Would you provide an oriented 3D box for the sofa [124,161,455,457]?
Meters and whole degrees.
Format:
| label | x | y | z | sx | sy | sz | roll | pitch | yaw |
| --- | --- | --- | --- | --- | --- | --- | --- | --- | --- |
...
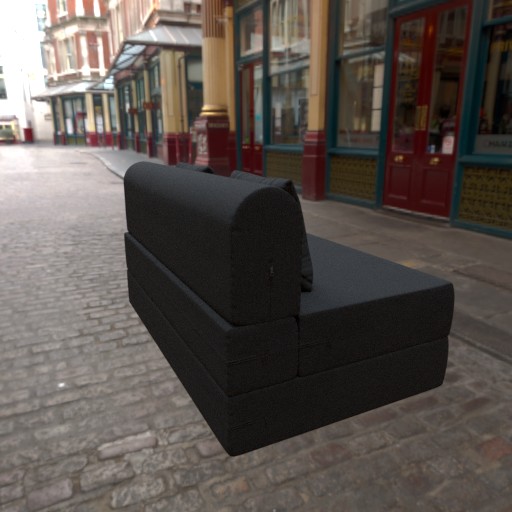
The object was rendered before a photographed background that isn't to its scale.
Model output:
| label | x | y | z | sx | sy | sz | roll | pitch | yaw |
| --- | --- | --- | --- | --- | --- | --- | --- | --- | --- |
| sofa | 0.000 | 0.000 | 1.700 | 0.762 | 0.670 | 1.225 | -7 | 17 | -26 |
